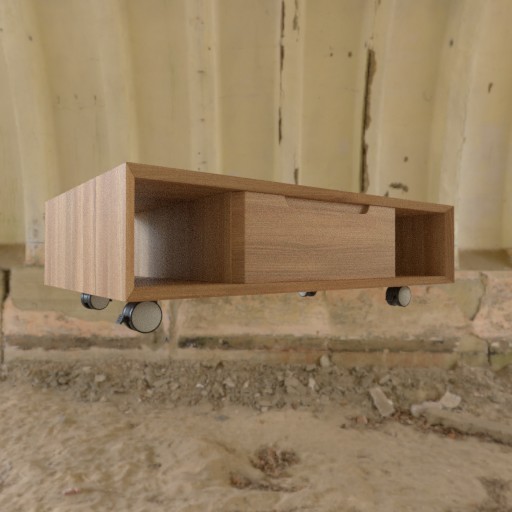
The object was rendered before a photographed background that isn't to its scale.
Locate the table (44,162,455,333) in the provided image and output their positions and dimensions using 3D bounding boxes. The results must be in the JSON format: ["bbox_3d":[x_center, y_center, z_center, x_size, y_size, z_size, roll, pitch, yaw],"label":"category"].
[{"bbox_3d":[0.000,0.000,1.408,1.100,0.330,0.700,0,-1,-36],"label":"table"}]
